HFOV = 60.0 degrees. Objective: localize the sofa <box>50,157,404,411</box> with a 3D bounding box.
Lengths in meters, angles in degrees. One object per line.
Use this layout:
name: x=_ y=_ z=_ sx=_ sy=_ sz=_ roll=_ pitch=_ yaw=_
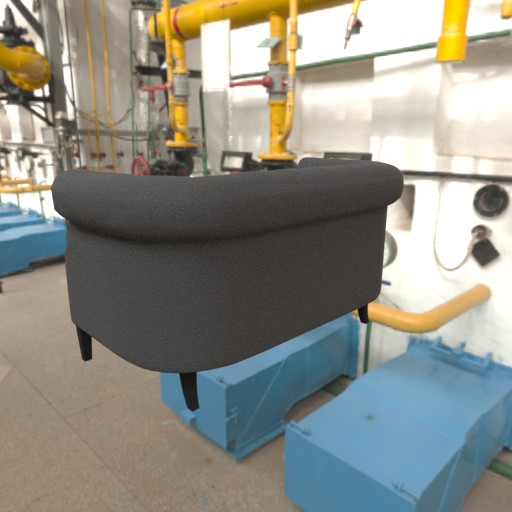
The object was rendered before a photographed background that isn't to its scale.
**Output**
sofa: x=0.000 y=0.000 z=2.019 sx=1.558 sy=0.827 sz=0.835 roll=-14 pitch=20 yaw=-42
